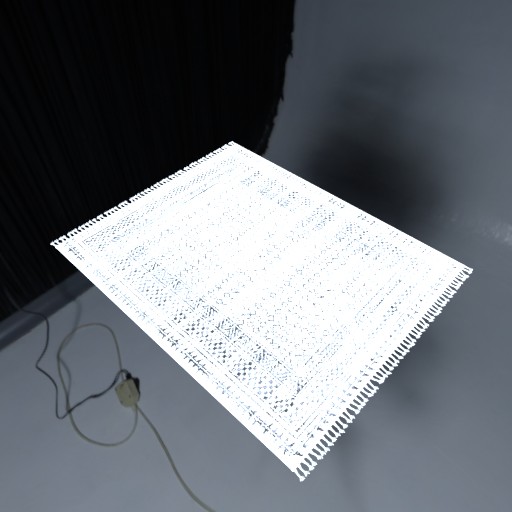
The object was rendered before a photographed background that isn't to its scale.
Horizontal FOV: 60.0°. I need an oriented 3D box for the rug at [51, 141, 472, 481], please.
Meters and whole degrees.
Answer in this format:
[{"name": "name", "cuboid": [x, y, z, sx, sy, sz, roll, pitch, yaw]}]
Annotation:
[{"name": "rug", "cuboid": [0.000, 0.000, 3.876, 2.940, 0.013, 2.312, 34, 55, 28]}]
